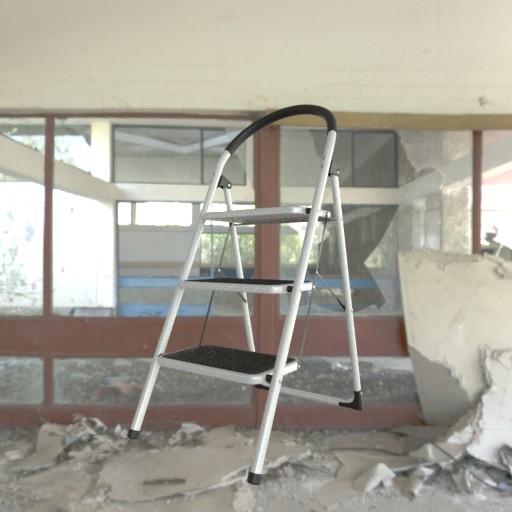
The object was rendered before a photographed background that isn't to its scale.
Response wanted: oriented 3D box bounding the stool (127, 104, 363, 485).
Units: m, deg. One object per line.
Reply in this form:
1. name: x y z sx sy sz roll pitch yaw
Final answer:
1. stool: 0.000 0.000 1.463 0.485 1.109 0.676 0 0 36
